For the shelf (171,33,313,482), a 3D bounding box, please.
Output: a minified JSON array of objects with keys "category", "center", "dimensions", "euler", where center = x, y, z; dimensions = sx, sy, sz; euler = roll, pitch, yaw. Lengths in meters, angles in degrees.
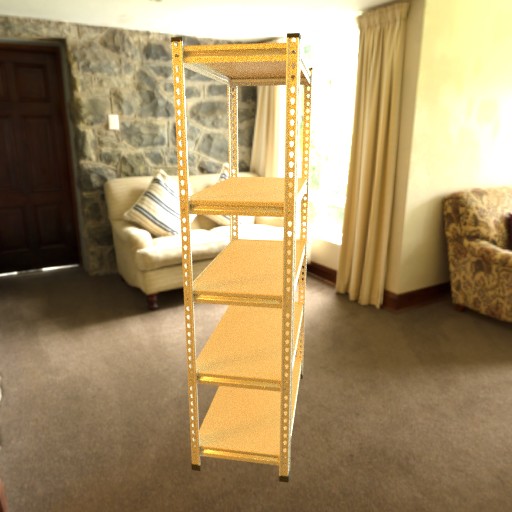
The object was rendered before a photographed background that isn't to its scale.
[{"category":"shelf","center":[0.000,0.000,2.199],"dimensions":[0.457,1.829,0.914],"euler":[3,16,9]}]
